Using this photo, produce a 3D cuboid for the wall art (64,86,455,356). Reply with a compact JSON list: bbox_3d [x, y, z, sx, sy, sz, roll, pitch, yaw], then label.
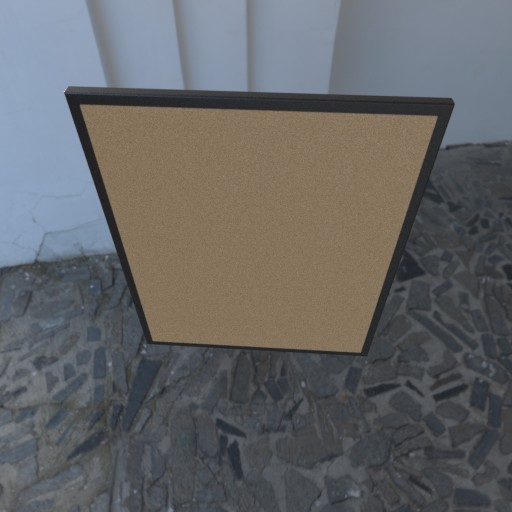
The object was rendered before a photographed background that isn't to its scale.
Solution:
[{"bbox_3d":[0.000,0.000,0.760,0.481,0.582,0.018,3,47,3],"label":"wall art"}]
